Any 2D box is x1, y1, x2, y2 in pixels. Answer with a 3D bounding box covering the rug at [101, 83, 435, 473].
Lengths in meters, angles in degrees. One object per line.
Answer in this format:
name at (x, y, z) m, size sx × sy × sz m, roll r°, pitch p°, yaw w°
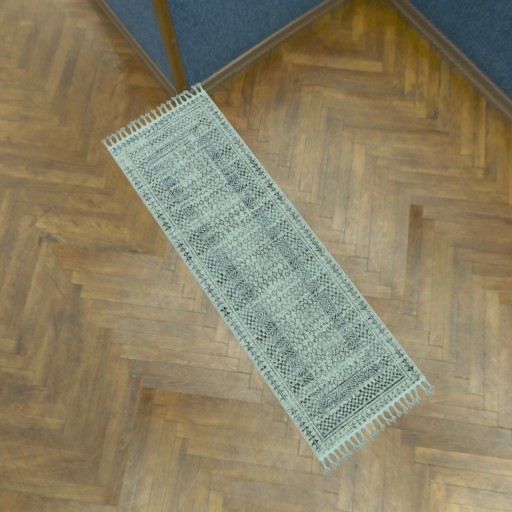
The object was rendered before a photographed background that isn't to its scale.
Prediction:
rug at (0.000, 0.000, 2.723) m, size 0.786 × 0.013 × 2.480 m, roll -34°, pitch 78°, yaw -8°
